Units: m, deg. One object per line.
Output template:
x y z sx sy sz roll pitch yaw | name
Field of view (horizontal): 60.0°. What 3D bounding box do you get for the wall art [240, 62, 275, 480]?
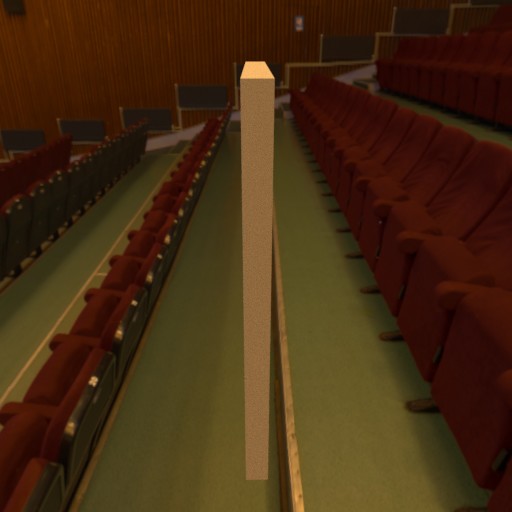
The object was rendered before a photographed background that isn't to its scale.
0.000 0.000 0.547 0.025 0.428 0.293 0 26 0 | wall art
